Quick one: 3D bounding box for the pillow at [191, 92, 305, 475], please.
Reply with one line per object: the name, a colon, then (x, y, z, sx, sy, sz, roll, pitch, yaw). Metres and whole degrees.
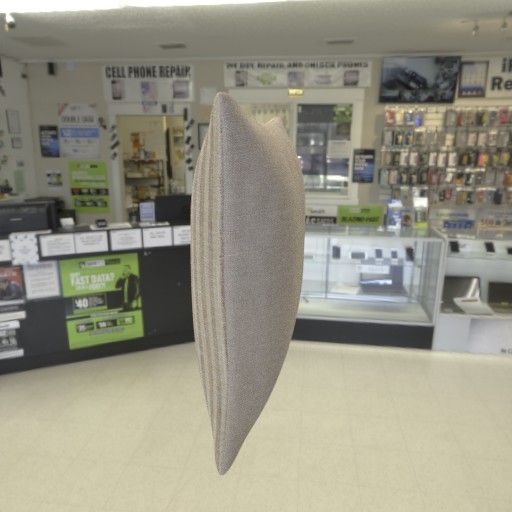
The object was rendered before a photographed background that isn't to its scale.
pillow: (0.000, 0.000, 0.805, 0.166, 0.510, 0.523, 2, 15, 10)
